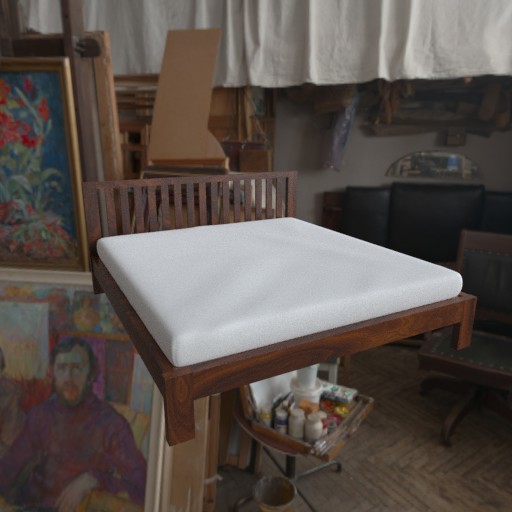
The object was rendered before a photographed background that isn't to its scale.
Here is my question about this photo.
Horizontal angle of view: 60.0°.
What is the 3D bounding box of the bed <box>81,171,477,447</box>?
[{"bbox_3d":[0.000,0.000,3.036,1.905,0.890,2.030,-9,18,-27],"label":"bed"}]
